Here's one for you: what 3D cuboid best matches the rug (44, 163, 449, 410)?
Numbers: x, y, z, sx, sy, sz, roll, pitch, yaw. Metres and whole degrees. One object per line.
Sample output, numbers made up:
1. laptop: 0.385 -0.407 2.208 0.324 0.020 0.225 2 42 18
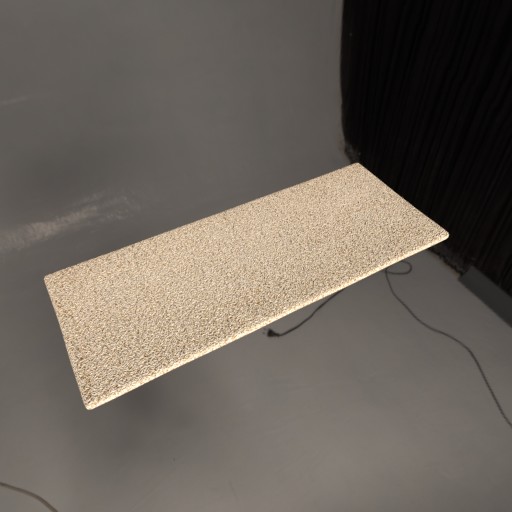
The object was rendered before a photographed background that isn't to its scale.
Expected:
1. rug: 0.000 0.000 1.776 1.524 0.030 0.609 -22 50 -20
